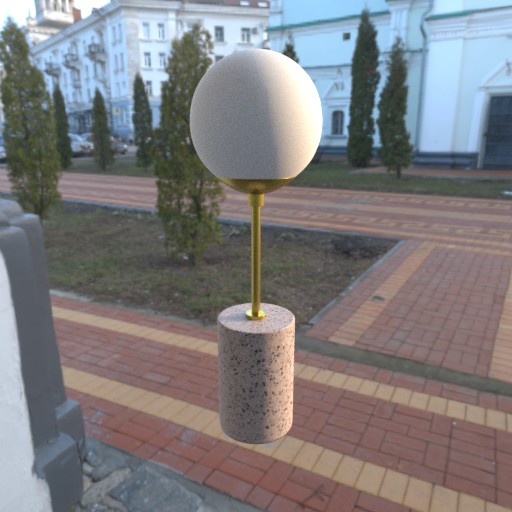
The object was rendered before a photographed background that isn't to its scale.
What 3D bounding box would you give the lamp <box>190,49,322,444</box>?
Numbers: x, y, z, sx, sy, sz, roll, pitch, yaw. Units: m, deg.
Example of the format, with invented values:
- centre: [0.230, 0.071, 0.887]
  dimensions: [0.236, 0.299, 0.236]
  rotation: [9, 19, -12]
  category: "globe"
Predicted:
- centre: [0.000, 0.000, 0.561]
  dimensions: [0.153, 0.480, 0.153]
  rotation: [0, 15, 0]
  category: "lamp"
